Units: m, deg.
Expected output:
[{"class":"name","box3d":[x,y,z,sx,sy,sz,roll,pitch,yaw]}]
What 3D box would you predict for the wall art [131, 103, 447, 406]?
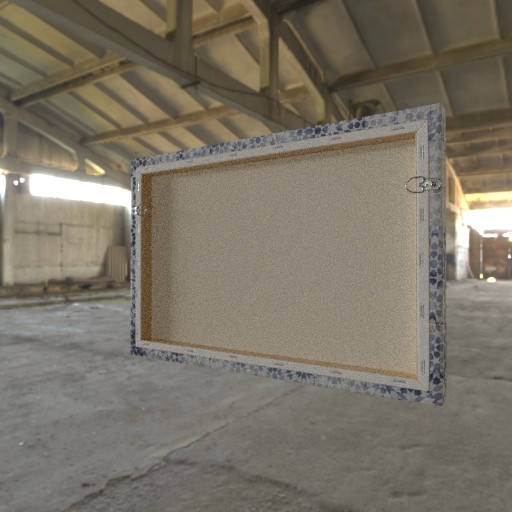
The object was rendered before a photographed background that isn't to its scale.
[{"class":"wall art","box3d":[0.000,0.000,0.766,0.608,0.406,0.030,0,-1,33]}]
